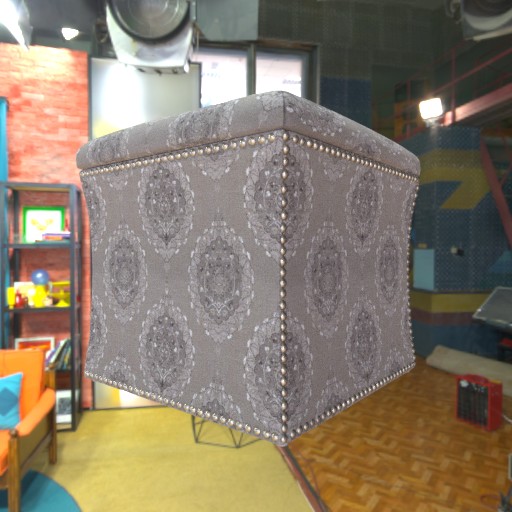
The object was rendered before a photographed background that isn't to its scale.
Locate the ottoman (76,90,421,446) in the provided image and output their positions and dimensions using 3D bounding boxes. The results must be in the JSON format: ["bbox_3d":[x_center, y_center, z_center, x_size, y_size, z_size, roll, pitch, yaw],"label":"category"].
[{"bbox_3d":[0.000,0.000,0.869,0.497,0.473,0.507,1,2,39],"label":"ottoman"}]
